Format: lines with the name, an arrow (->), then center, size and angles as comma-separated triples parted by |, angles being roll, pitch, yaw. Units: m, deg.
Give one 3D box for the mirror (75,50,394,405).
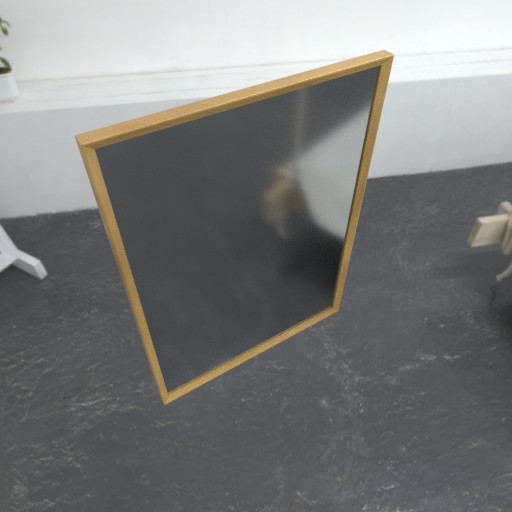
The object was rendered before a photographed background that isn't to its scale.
mirror -> 0.000, 0.000, 1.305 | 0.762, 1.016, 0.041 | -24, 50, -22
